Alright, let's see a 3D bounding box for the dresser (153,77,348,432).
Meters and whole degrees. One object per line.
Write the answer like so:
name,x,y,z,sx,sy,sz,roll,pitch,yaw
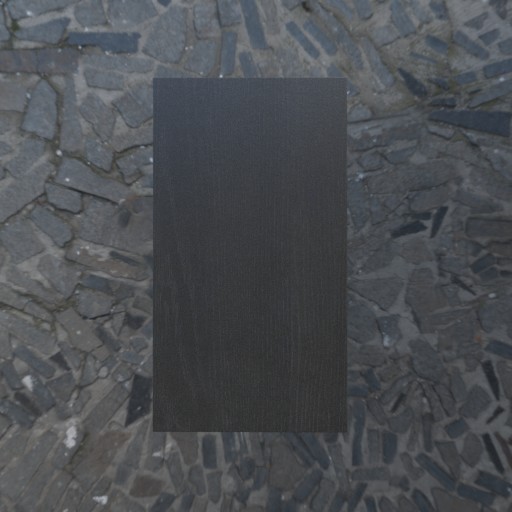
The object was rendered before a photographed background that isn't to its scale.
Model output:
dresser,0.000,0.000,1.383,0.398,1.020,0.700,0,90,1
